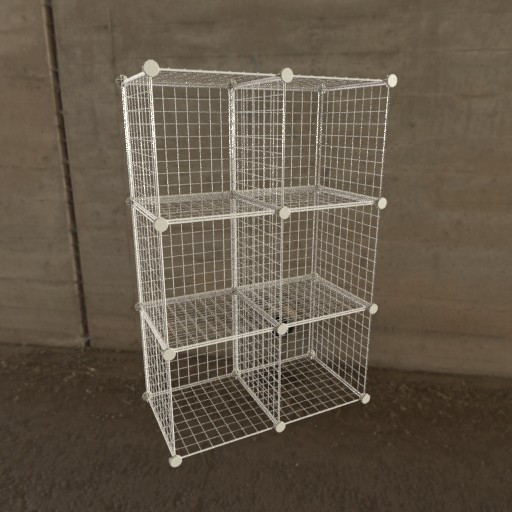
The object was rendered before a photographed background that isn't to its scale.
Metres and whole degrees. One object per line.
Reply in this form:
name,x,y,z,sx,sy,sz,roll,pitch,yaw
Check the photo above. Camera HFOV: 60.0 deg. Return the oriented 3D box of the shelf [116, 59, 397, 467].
shelf,0.000,0.000,1.402,0.711,1.067,0.356,-8,19,-25
